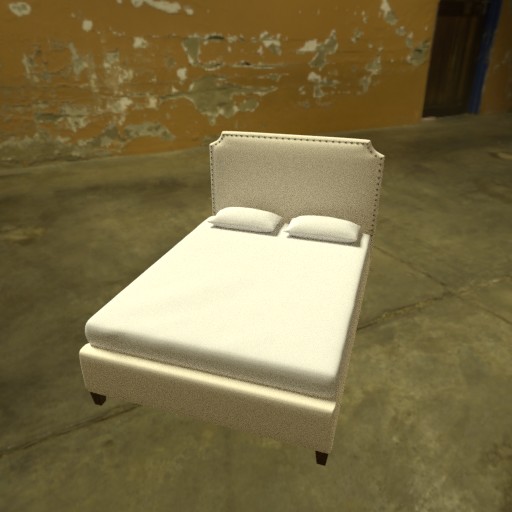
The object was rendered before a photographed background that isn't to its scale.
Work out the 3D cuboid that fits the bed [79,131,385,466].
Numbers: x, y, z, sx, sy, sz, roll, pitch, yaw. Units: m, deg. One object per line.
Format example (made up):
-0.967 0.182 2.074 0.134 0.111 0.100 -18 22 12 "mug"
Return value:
0.000 0.000 3.541 1.712 1.497 2.372 8 27 16 "bed"
